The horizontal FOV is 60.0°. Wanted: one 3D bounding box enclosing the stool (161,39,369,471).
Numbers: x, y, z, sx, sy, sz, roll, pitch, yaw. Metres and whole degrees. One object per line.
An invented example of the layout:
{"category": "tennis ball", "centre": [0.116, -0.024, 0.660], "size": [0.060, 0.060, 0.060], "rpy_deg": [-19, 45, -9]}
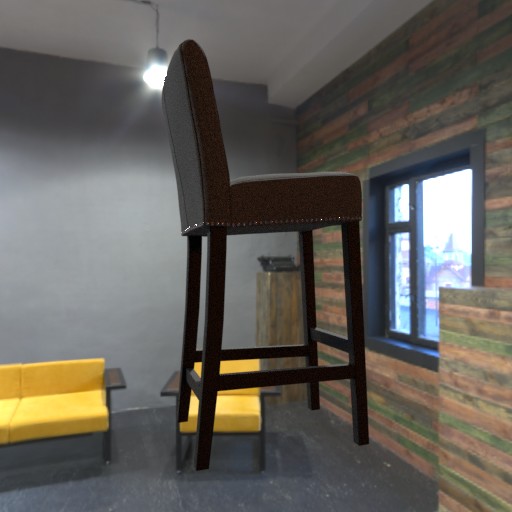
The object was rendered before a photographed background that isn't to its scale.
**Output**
{"category": "stool", "centre": [0.000, 0.000, 1.319], "size": [0.548, 1.047, 0.411], "rpy_deg": [0, -1, -18]}
